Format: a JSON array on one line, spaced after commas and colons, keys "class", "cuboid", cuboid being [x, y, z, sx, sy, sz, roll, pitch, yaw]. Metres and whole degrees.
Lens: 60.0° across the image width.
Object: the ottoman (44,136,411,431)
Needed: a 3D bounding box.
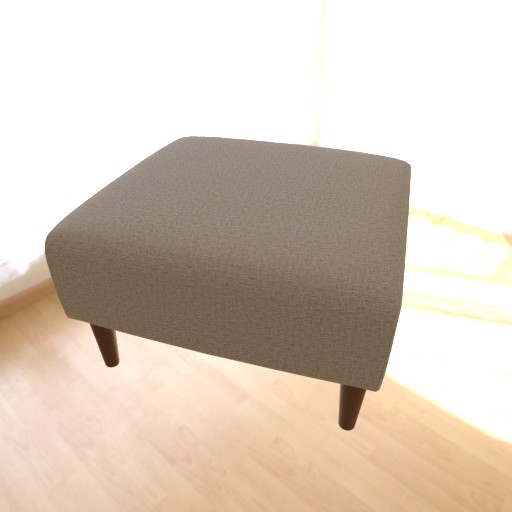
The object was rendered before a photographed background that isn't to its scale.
[{"class": "ottoman", "cuboid": [0.000, 0.000, 1.070, 0.655, 0.399, 0.648, 10, 35, 15]}]
